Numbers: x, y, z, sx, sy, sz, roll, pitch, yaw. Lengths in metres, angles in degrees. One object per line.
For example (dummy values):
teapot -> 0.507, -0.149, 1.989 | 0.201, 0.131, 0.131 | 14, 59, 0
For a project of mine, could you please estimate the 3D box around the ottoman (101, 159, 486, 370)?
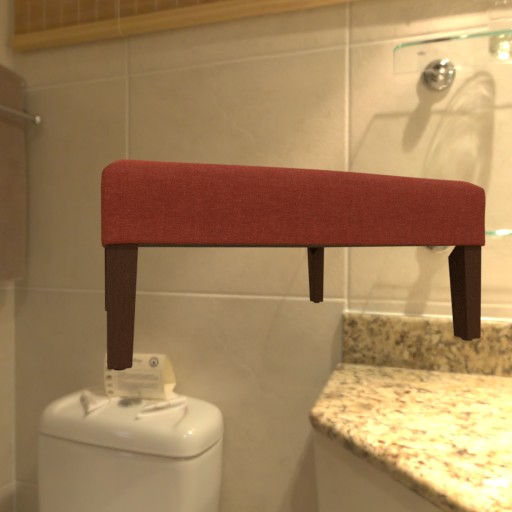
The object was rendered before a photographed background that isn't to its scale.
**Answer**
ottoman -> 0.000, 0.000, 1.352 | 0.890, 0.411, 0.889 | 0, 1, -19
